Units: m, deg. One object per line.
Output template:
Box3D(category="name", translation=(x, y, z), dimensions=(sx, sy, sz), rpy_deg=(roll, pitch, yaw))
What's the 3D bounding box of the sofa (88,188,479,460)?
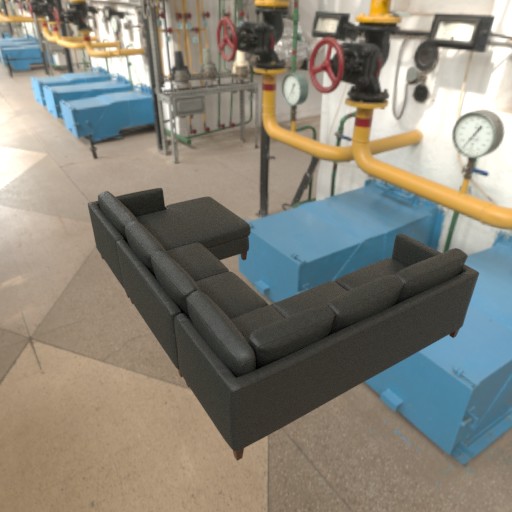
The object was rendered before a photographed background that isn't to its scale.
Box3D(category="sofa", translation=(0.000, 0.000, 4.720), dimensions=(2.593, 0.923, 3.460), rpy_deg=(-18, 35, -28))
